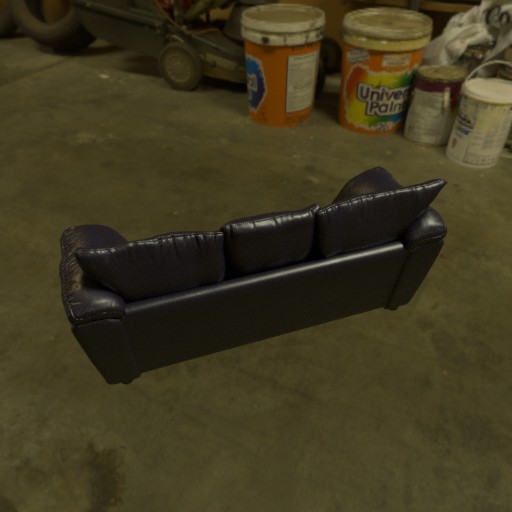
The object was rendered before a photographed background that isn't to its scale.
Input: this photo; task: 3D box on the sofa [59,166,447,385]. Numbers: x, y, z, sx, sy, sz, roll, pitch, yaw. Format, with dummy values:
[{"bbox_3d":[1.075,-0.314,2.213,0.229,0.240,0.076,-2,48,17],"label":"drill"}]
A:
[{"bbox_3d":[0.000,0.000,2.908,2.336,1.073,0.880,-13,42,-14],"label":"sofa"}]
